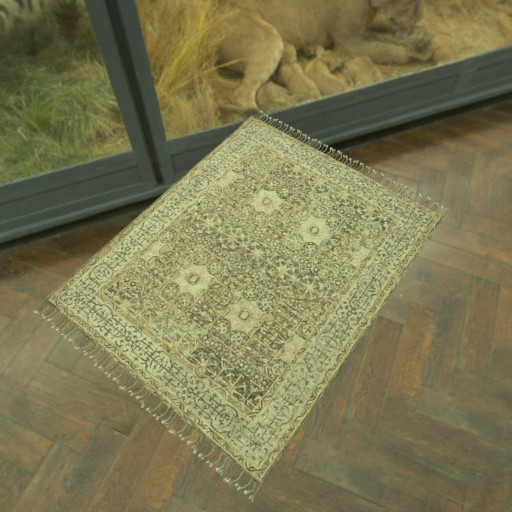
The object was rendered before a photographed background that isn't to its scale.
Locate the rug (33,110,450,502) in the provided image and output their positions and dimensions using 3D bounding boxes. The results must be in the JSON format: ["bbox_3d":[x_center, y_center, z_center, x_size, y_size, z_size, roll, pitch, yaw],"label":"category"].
[{"bbox_3d":[0.000,0.000,4.177,2.431,0.017,3.291,33,64,19],"label":"rug"}]
